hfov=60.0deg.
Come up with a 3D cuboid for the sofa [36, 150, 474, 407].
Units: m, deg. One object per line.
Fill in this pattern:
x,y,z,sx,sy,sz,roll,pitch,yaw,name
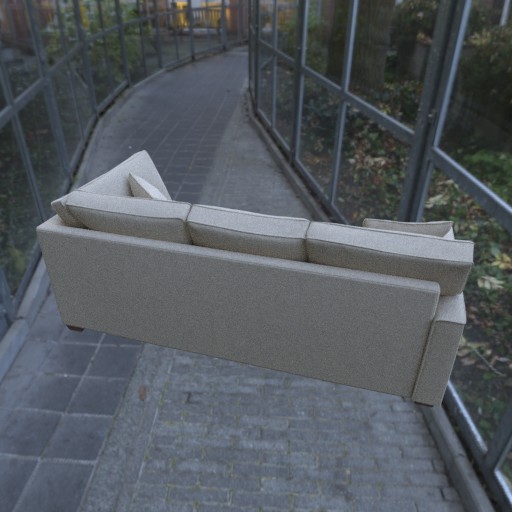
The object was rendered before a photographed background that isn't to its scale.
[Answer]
0.000,0.000,2.784,2.317,0.962,1.061,9,32,14,sofa
